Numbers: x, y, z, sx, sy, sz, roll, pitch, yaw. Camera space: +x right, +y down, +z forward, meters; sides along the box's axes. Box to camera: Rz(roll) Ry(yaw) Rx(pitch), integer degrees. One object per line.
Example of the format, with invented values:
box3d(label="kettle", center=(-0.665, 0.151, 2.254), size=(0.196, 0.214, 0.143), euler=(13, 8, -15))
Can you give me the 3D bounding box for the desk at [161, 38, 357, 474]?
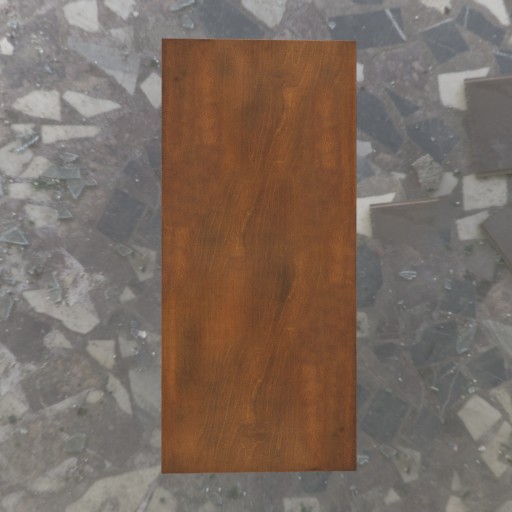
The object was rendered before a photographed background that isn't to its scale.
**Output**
box3d(label="desk", center=(0.000, 0.000, 1.524), size=(0.508, 0.762, 1.117), euler=(0, 90, -2))
